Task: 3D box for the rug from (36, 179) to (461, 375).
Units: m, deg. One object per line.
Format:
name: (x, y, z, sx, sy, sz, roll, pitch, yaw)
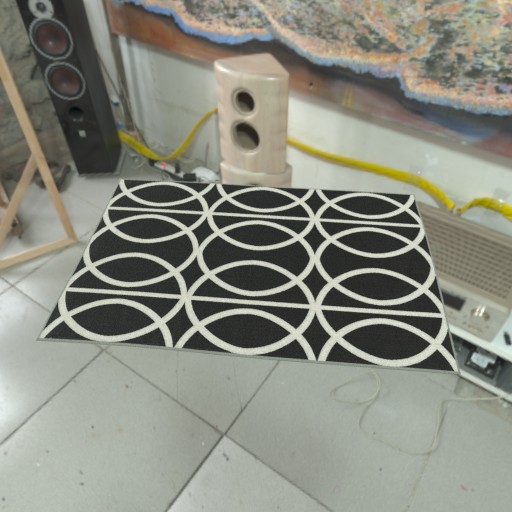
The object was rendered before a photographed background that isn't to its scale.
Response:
rug: (0.000, 0.000, 2.890, 2.290, 0.014, 1.526, 4, 45, 4)
